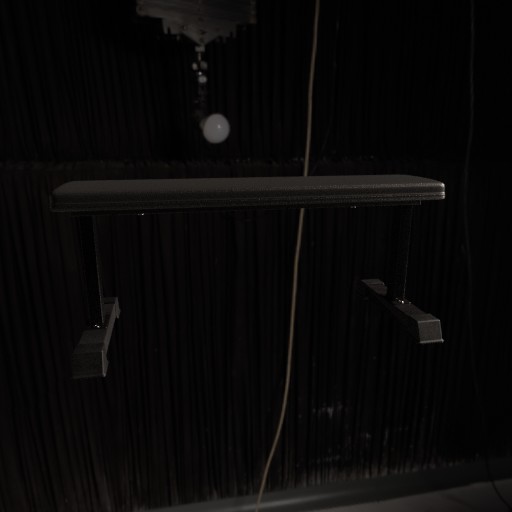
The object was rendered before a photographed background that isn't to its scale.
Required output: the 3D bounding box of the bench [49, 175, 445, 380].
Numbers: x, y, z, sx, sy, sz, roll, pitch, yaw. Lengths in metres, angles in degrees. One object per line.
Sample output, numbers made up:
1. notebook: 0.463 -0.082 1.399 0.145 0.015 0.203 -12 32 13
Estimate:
1. bench: 0.000 0.000 1.326 1.072 0.453 0.439 -3 16 -11
